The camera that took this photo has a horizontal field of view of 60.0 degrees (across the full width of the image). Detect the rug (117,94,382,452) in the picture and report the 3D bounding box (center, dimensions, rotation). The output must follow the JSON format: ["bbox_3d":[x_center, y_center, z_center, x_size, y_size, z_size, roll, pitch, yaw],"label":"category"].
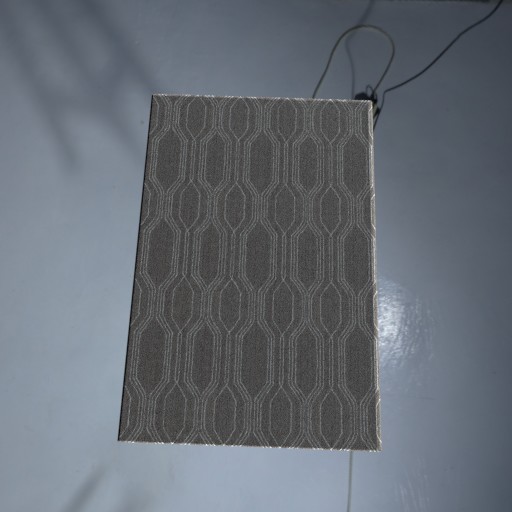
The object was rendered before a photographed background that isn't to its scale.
[{"bbox_3d":[0.000,0.000,2.283,1.239,0.012,1.836,2,77,0],"label":"rug"}]
